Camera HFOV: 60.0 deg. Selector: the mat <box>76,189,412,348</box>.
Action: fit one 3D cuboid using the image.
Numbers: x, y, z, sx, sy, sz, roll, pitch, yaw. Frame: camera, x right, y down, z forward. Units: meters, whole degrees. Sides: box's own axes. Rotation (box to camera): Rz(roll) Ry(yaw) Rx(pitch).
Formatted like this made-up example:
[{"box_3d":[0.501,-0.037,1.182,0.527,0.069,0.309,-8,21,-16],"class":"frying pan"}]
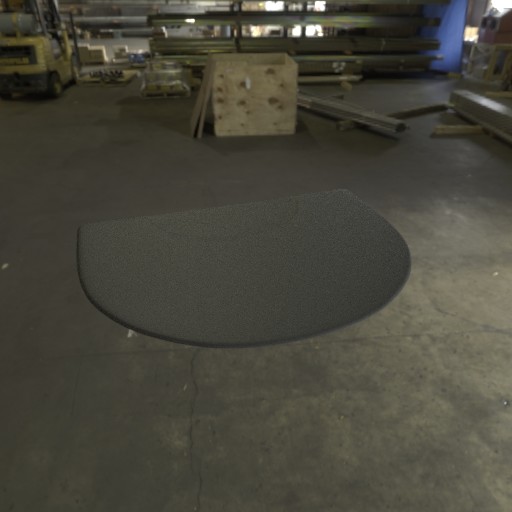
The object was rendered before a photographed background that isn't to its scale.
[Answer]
[{"box_3d":[0.000,0.000,1.584,1.220,0.016,0.917,-10,32,-16],"class":"mat"}]
